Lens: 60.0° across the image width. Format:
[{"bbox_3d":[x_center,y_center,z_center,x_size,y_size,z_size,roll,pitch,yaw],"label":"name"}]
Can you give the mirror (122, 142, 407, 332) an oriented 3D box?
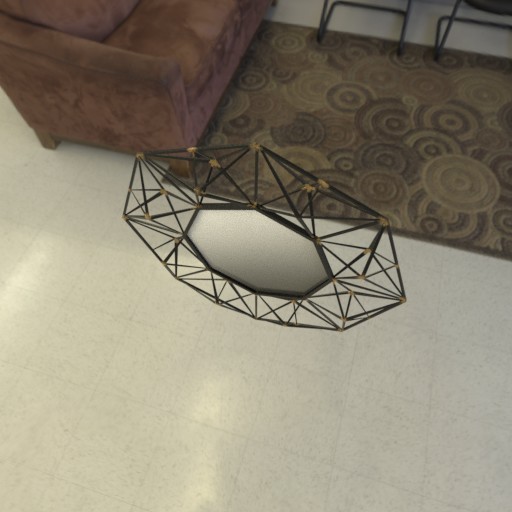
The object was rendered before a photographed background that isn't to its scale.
[{"bbox_3d":[0.000,0.000,1.050,0.710,0.710,0.094,17,59,10],"label":"mirror"}]
